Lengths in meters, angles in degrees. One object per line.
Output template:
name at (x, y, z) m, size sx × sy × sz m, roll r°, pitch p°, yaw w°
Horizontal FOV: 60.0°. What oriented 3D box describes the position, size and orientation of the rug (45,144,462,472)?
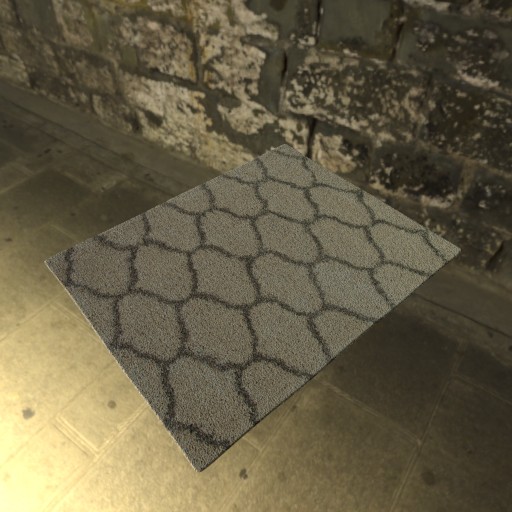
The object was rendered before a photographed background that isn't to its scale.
rug at (0.000, 0.000, 4.050) m, size 3.000 × 0.026 × 2.399 m, roll -32°, pitch 54°, yaw -27°
